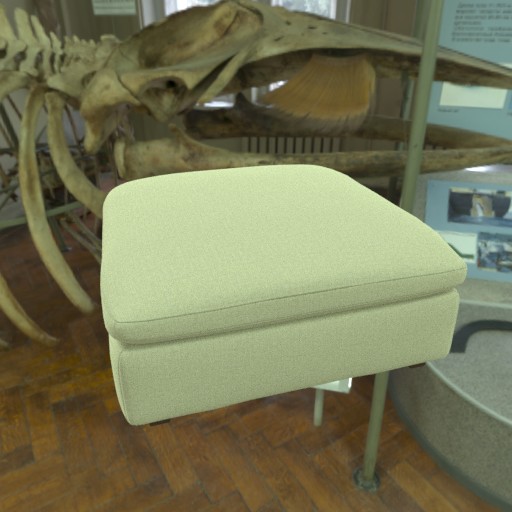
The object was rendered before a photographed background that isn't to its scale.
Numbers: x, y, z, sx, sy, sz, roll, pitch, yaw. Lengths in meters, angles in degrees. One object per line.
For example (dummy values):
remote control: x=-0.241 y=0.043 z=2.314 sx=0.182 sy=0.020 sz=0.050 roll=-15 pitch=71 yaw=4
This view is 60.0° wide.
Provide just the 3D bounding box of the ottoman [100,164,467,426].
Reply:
ottoman: x=0.000 y=0.000 z=1.543 sx=0.996 sy=0.467 sz=0.977 roll=-8 pitch=28 yaw=-15
